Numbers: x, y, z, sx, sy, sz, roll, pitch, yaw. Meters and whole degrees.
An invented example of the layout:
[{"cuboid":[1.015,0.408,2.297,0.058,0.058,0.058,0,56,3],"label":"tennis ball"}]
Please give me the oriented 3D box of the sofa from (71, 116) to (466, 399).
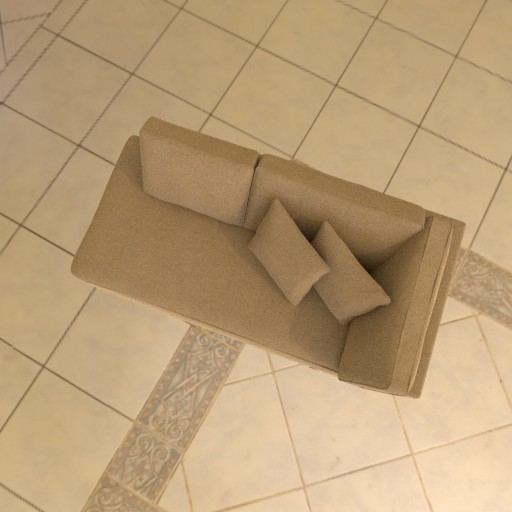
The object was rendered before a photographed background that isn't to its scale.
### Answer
[{"cuboid":[0.000,0.000,2.854,2.238,1.019,1.110,19,77,5],"label":"sofa"}]
